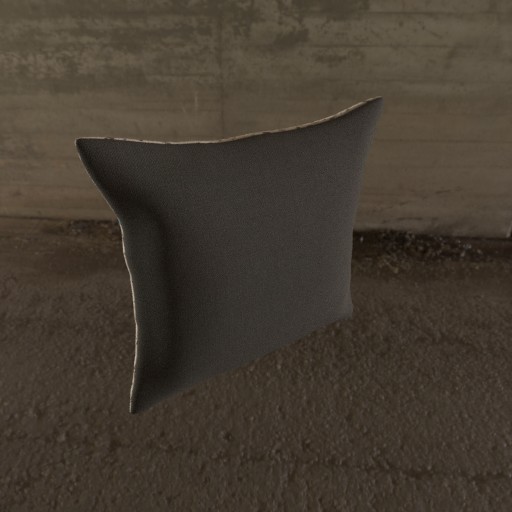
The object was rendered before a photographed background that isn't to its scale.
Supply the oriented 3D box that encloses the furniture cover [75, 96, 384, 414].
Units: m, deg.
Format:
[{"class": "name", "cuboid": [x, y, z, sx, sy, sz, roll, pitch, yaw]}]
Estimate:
[{"class": "furniture cover", "cuboid": [0.000, 0.000, 0.780, 0.525, 0.498, 0.180, -18, 36, -27]}]
